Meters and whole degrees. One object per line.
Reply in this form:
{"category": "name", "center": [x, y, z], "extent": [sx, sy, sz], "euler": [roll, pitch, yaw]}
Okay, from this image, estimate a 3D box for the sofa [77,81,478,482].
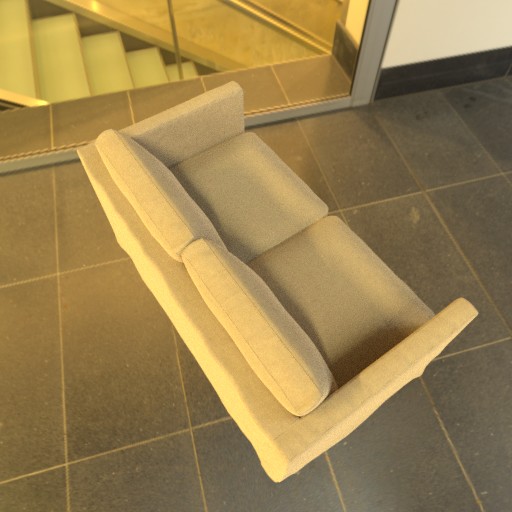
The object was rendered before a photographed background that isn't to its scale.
{"category": "sofa", "center": [0.000, 0.000, 2.147], "extent": [0.962, 0.835, 1.719], "euler": [-31, 63, -18]}
